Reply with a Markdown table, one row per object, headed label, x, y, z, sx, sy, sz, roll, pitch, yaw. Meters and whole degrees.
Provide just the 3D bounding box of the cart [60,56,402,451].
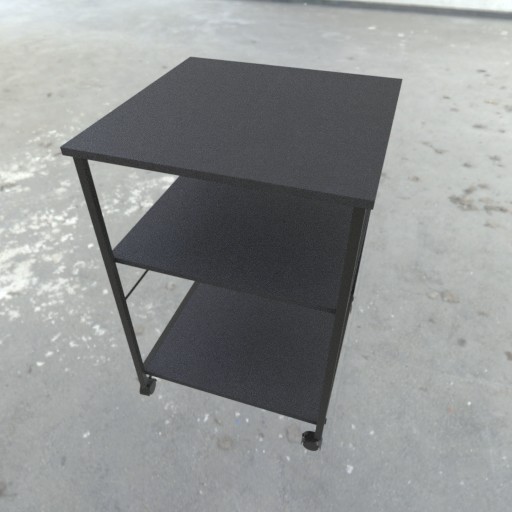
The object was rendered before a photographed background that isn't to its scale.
| label | x | y | z | sx | sy | sz | roll | pitch | yaw |
| --- | --- | --- | --- | --- | --- | --- | --- | --- | --- |
| cart | 0.000 | 0.000 | 1.115 | 0.521 | 0.762 | 0.520 | 12 | 42 | 14 |
